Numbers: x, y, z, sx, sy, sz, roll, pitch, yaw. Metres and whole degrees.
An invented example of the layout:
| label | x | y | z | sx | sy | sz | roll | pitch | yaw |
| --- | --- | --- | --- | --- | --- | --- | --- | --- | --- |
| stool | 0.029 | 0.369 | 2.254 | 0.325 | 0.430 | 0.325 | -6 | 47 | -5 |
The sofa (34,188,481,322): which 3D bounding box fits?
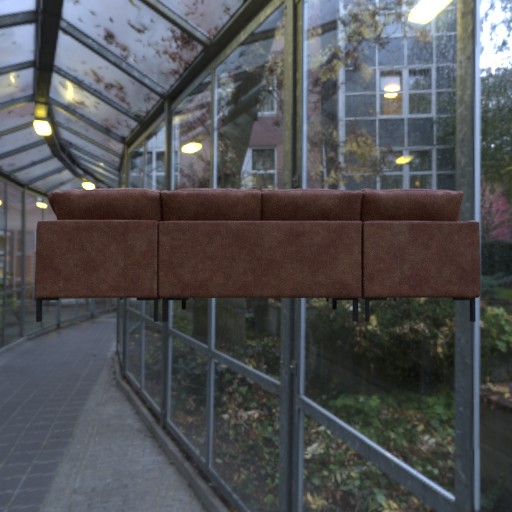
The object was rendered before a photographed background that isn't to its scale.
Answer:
| label | x | y | z | sx | sy | sz | roll | pitch | yaw |
| --- | --- | --- | --- | --- | --- | --- | --- | --- | --- |
| sofa | 0.000 | 0.000 | 3.851 | 2.956 | 0.900 | 1.939 | 0 | -1 | 0 |
